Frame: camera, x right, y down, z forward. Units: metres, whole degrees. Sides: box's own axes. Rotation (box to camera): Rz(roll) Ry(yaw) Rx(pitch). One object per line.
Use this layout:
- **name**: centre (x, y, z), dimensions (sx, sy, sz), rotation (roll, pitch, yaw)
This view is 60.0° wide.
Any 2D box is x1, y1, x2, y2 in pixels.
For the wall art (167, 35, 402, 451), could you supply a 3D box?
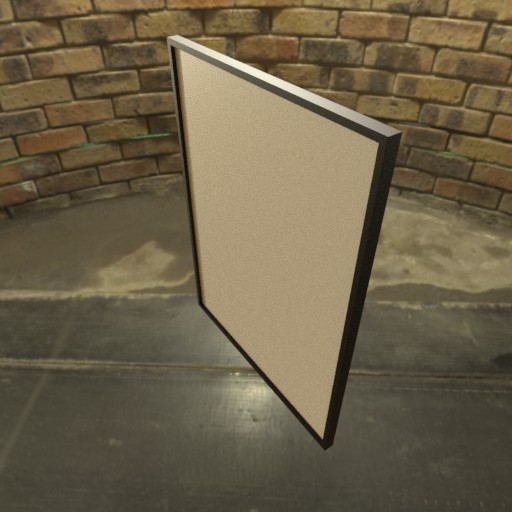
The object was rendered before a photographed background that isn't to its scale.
- **wall art**: centre (0.000, 0.000, 1.338), dimensions (0.036, 1.070, 0.802), rotation (-25, 46, -27)
